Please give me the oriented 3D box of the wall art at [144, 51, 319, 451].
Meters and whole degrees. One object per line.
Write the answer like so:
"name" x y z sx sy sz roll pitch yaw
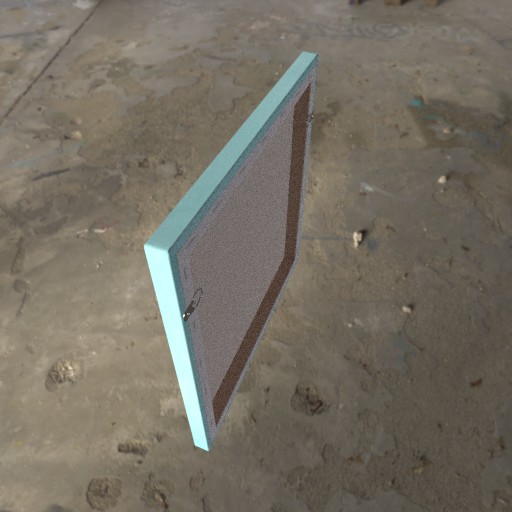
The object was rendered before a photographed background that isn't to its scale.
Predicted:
"wall art" 0.000 0.000 1.629 0.070 1.073 1.071 16 48 15
